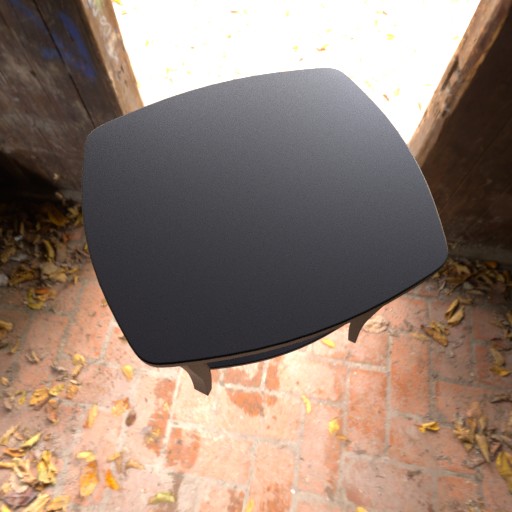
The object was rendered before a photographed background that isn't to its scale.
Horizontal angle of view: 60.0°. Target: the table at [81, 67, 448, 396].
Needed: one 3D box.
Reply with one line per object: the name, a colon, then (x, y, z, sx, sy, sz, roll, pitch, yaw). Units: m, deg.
table: (0.000, 0.000, 0.866, 0.508, 0.457, 0.457, -18, 66, -8)
